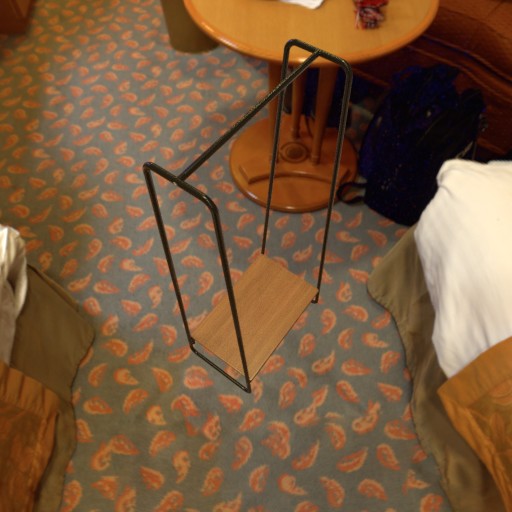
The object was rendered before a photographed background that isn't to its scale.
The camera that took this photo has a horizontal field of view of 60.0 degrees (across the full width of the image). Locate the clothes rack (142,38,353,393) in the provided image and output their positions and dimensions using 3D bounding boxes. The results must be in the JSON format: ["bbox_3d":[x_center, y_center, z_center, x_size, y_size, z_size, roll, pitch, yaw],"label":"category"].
[{"bbox_3d":[0.000,0.000,1.804,0.400,1.500,0.640,32,64,18],"label":"clothes rack"}]
